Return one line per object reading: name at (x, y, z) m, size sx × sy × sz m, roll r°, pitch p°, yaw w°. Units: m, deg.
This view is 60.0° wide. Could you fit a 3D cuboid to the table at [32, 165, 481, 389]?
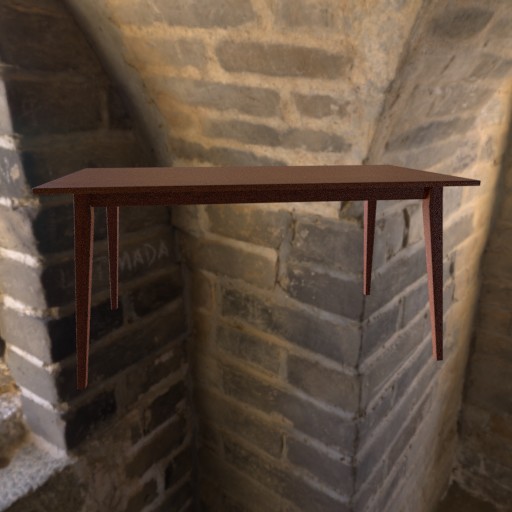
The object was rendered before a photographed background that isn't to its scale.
table at (0.000, 0.000, 2.056) m, size 1.609 × 0.755 × 0.811 m, roll -2°, pitch 16°, yaw -8°
